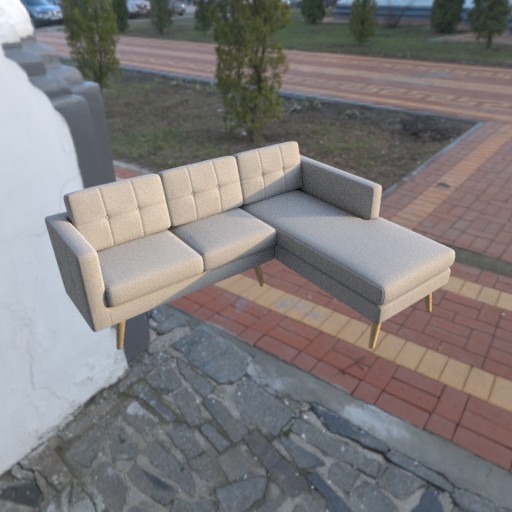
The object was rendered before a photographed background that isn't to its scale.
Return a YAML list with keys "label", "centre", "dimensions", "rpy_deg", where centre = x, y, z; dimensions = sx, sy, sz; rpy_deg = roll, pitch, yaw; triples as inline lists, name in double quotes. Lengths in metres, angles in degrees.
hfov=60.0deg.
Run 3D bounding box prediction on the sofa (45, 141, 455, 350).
- label: "sofa"
  centre: [0.000, 0.000, 2.786]
  dimensions: [2.040, 0.860, 1.530]
  rpy_deg: [-21, 37, -31]
